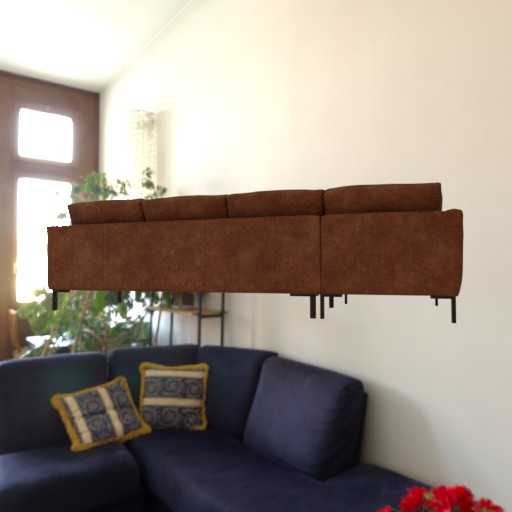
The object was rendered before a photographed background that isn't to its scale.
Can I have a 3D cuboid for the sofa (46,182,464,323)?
[{"bbox_3d":[0.000,0.000,3.692,2.993,0.859,1.471,-1,-2,18],"label":"sofa"}]
